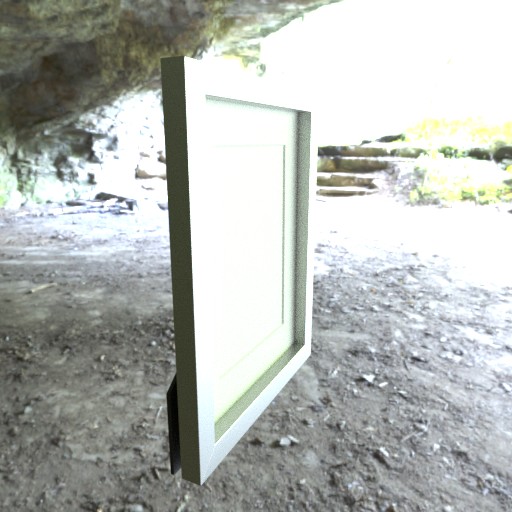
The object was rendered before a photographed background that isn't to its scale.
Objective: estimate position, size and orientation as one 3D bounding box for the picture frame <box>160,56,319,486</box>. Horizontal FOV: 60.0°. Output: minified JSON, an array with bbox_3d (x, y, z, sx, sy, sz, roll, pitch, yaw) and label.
[{"bbox_3d":[0.000,0.000,0.522,0.036,0.386,0.307,7,16,26],"label":"picture frame"}]
